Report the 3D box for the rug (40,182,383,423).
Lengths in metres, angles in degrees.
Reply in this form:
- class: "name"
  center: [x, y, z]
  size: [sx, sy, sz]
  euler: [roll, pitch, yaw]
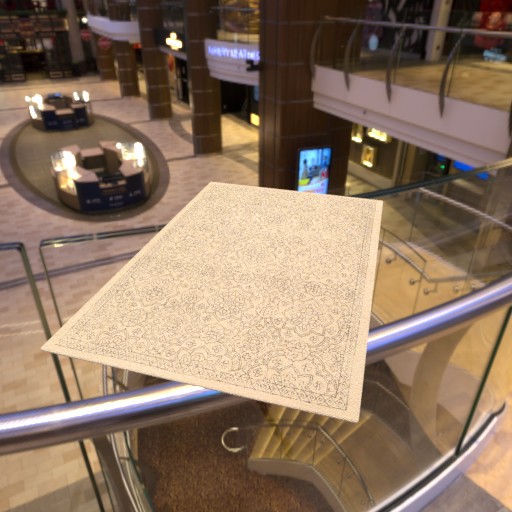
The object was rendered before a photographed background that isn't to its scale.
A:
- class: "rug"
  center: [0.000, 0.000, 2.326]
  size: [1.219, 0.010, 1.829]
  euler: [9, 32, 14]
